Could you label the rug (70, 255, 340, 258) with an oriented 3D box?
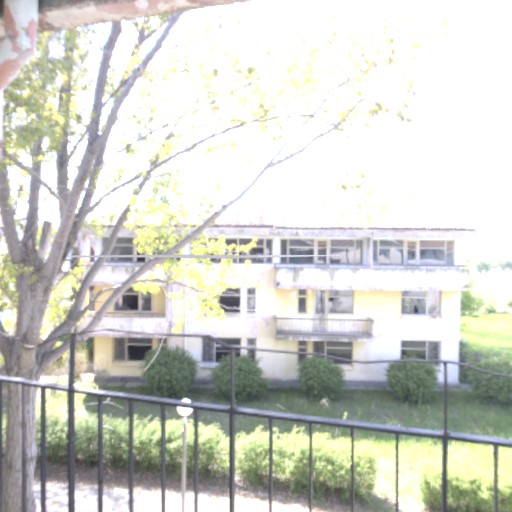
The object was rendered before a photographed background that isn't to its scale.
[{"bbox_3d":[0.000,0.000,2.782,0.770,0.016,2.442,0,0,17],"label":"rug"}]
